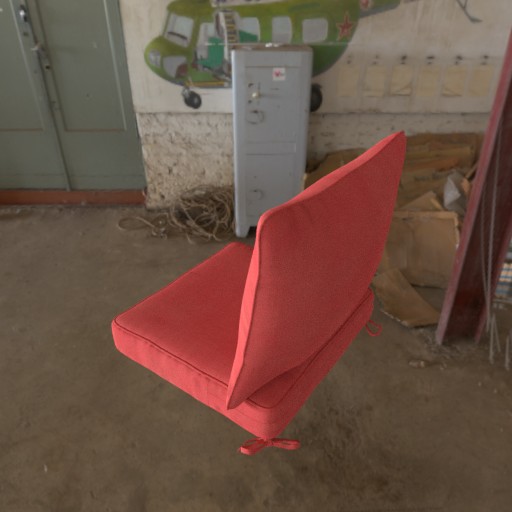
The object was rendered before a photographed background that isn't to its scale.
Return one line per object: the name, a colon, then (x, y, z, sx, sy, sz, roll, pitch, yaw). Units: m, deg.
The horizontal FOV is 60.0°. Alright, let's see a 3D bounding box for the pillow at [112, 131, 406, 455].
pillow: (0.000, 0.000, 1.402, 0.733, 0.725, 0.798, 20, 37, 30)
